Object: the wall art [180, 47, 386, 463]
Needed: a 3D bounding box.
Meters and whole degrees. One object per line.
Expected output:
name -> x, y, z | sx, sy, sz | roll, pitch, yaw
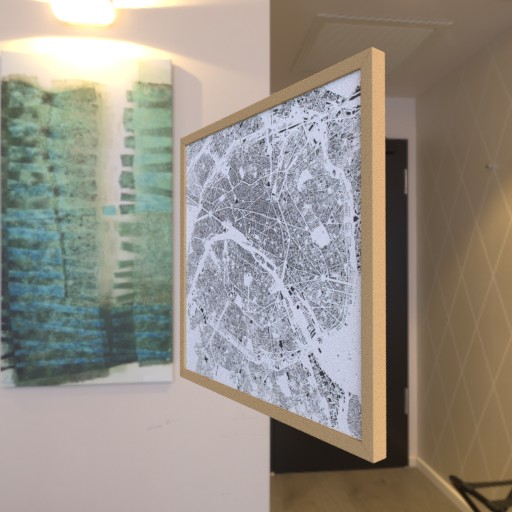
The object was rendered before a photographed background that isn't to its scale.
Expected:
wall art -> 0.000, 0.000, 1.125 | 0.037, 0.761, 0.761 | 0, -1, -37
